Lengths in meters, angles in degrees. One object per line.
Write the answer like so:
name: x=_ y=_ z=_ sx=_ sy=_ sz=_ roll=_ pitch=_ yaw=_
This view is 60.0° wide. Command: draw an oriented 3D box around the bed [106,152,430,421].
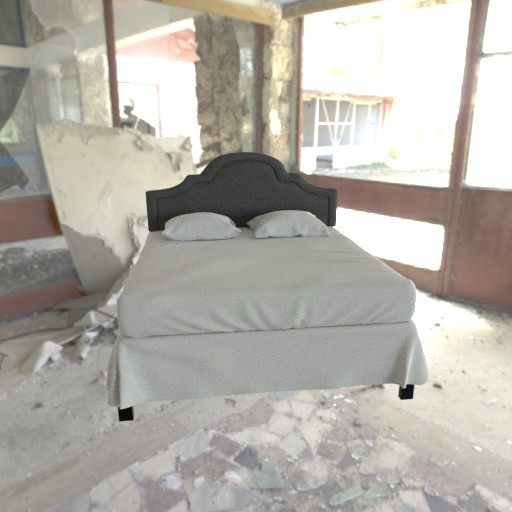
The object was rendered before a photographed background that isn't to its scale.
bed: x=0.000 y=0.000 z=3.765 sx=2.303 sy=1.631 sz=2.222 roll=-2 pitch=16 yaw=-7
